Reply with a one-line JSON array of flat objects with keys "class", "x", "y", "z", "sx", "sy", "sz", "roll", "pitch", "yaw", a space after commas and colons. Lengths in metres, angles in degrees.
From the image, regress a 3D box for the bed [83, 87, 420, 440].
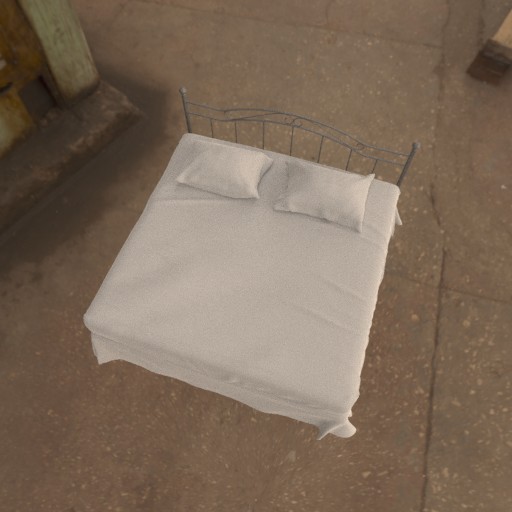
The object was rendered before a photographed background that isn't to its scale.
[{"class": "bed", "x": 0.000, "y": 0.000, "z": 3.573, "sx": 2.309, "sy": 1.080, "sz": 2.220, "roll": 16, "pitch": 62, "yaw": 9}]
